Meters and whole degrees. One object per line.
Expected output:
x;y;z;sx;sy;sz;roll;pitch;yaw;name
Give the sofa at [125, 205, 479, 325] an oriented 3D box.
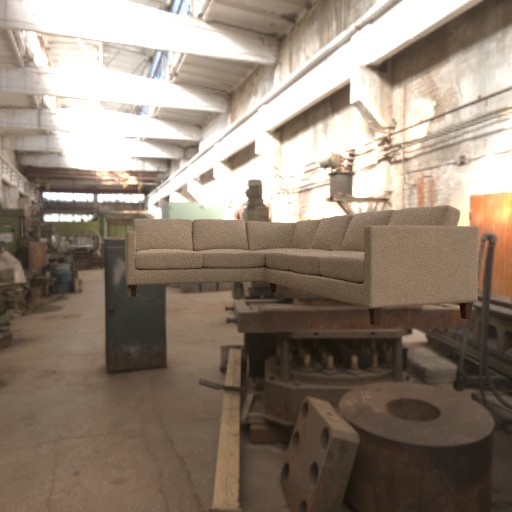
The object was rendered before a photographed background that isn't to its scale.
0.000;0.000;4.385;2.432;0.863;3.182;-1;2;-18;sofa
